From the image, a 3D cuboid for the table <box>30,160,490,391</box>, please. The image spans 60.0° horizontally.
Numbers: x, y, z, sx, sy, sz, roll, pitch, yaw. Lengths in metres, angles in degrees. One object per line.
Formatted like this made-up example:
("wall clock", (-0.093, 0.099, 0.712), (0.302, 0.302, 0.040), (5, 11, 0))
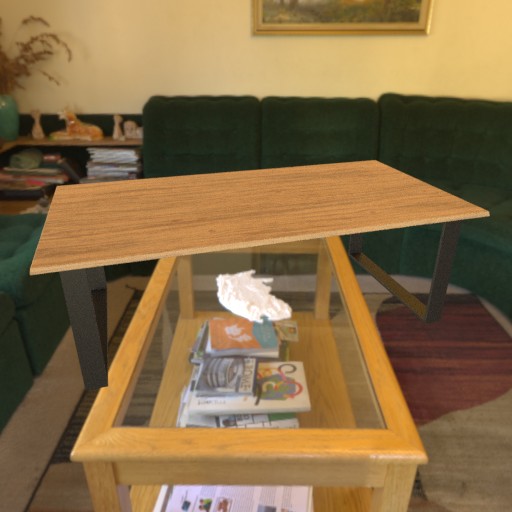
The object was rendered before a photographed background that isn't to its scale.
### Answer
("table", (0.000, 0.000, 1.614), (1.331, 0.445, 0.693), (-8, 27, -15))
